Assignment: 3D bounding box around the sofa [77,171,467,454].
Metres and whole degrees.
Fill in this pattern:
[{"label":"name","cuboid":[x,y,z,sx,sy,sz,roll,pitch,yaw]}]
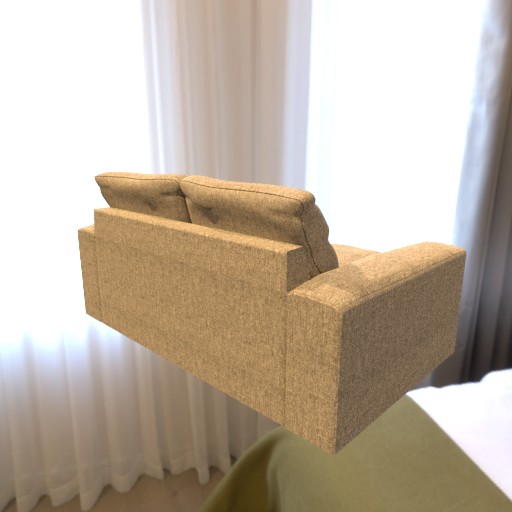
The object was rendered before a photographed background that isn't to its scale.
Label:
[{"label":"sofa","cuboid":[0.000,0.000,2.299,1.758,0.877,1.094,14,20,42]}]
